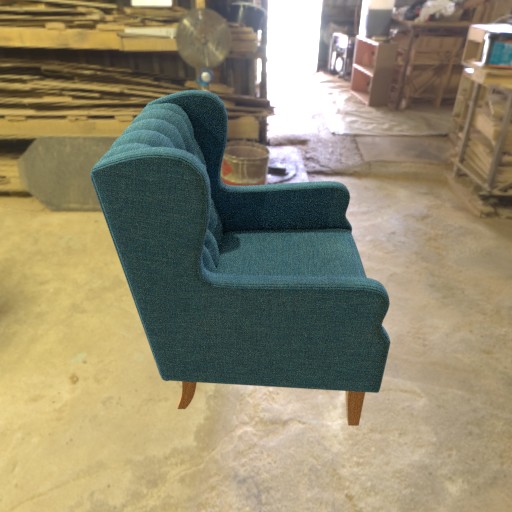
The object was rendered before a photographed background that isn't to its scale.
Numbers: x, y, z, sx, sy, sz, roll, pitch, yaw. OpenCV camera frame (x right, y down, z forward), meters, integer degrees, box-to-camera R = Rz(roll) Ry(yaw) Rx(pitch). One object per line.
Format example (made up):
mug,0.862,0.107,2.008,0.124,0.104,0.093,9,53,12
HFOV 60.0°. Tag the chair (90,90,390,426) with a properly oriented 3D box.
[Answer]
chair,0.000,0.000,1.515,0.775,0.952,0.711,1,33,1
